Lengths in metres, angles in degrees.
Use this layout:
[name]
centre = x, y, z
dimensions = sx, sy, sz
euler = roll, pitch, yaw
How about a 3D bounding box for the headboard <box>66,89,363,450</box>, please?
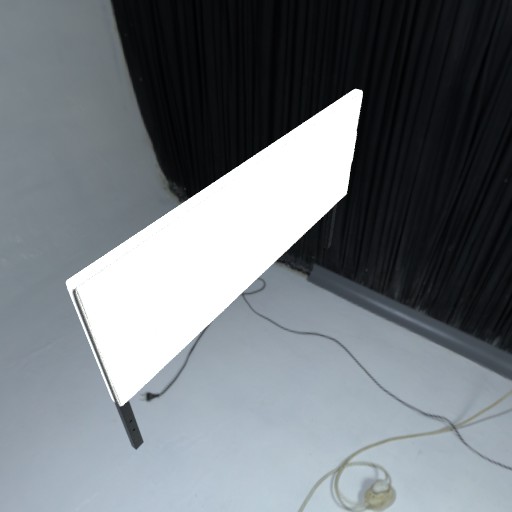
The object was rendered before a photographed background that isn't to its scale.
[headboard]
centre = 0.000, 0.000, 2.813
dimensions = 0.120, 1.410, 2.362
euler = 26, 48, 26
